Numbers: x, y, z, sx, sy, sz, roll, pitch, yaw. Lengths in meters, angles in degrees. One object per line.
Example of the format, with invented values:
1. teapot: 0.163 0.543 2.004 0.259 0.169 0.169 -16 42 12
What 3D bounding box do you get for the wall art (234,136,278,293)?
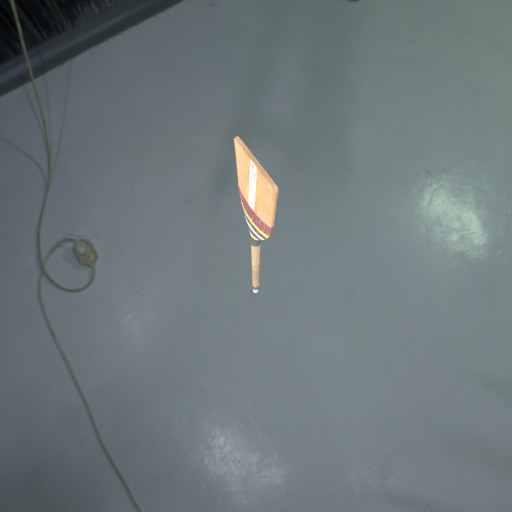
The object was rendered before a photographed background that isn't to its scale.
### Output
1. wall art: 0.000 0.000 1.653 0.038 1.556 0.146 -35 78 -8
